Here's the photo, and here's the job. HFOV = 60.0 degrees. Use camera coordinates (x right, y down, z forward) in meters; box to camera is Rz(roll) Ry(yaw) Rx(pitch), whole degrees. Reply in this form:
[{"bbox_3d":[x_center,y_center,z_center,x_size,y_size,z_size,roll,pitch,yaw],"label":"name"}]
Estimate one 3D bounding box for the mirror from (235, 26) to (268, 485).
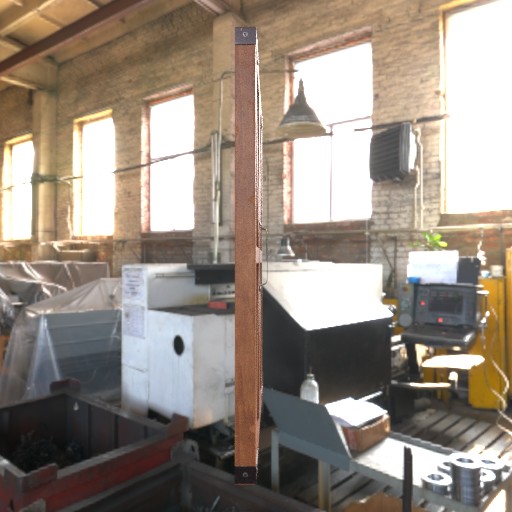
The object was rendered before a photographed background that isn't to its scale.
[{"bbox_3d":[0.000,0.000,0.991,0.053,0.761,0.517,0,-1,2],"label":"mirror"}]
